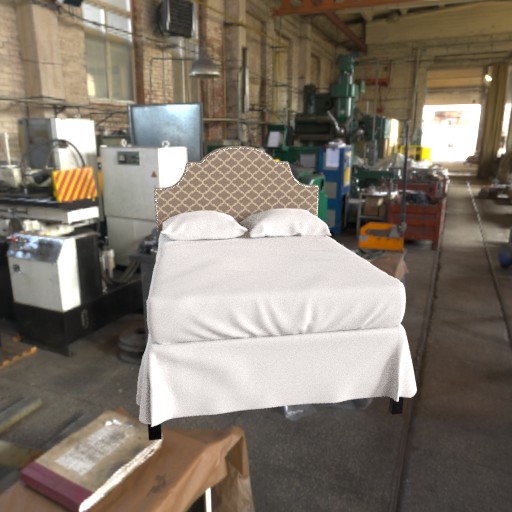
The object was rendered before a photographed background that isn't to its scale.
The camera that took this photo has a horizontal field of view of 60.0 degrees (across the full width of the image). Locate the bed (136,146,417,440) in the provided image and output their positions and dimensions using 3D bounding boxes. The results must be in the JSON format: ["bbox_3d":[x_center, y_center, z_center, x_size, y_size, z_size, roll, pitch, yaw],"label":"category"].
[{"bbox_3d":[0.000,0.000,3.440,1.780,1.633,2.222,-2,15,-9],"label":"bed"}]
